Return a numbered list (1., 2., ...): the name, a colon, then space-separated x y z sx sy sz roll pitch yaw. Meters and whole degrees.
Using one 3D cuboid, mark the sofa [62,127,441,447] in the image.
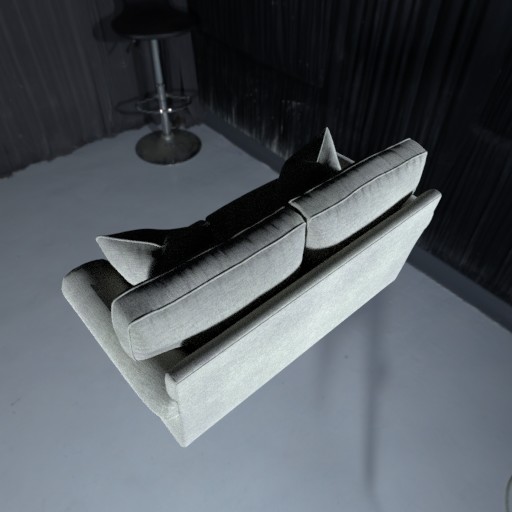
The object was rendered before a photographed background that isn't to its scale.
1. sofa: 0.000 0.000 2.235 1.701 0.966 0.966 -32 54 -27
